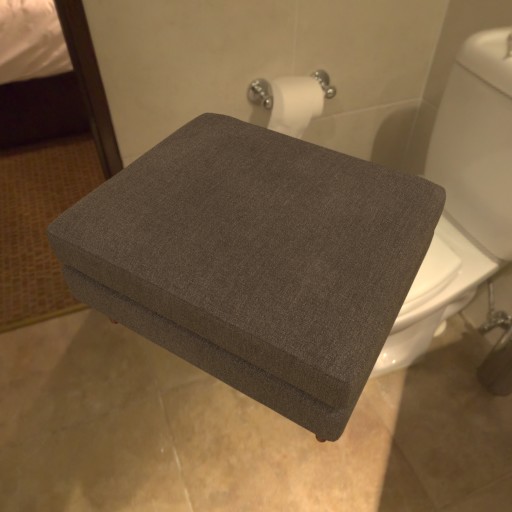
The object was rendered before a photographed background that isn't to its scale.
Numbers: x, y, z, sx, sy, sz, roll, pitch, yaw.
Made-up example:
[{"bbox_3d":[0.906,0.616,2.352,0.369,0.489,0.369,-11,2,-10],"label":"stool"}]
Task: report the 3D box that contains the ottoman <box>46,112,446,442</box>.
[{"bbox_3d":[0.000,0.000,1.257,0.821,0.474,0.693,23,50,21],"label":"ottoman"}]
